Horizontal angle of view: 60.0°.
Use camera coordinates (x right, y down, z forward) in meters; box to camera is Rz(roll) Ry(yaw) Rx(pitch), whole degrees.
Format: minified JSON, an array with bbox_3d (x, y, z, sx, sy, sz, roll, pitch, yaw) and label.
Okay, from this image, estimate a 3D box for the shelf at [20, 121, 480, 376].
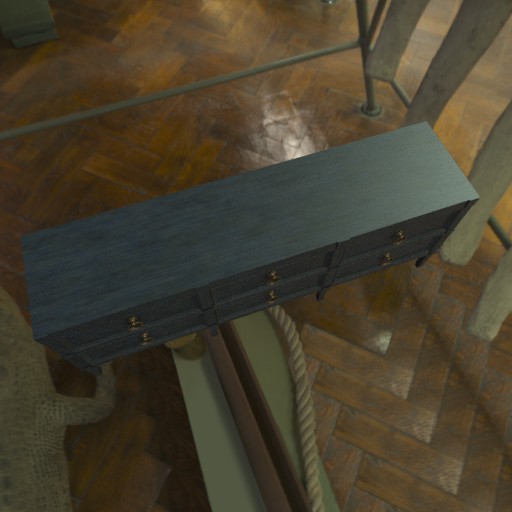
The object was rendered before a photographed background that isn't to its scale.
[{"bbox_3d":[0.000,0.000,2.173,1.878,0.715,0.471,-17,64,-9],"label":"shelf"}]
